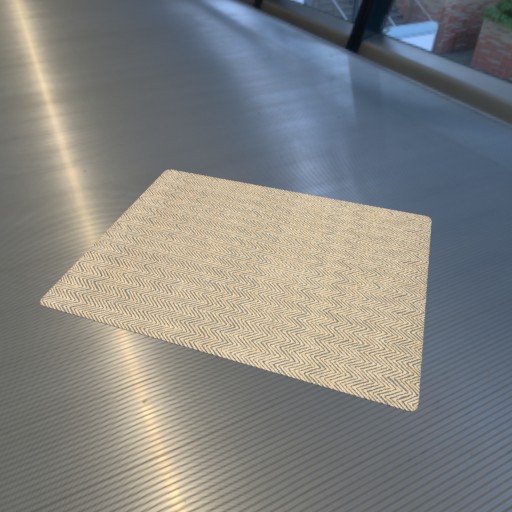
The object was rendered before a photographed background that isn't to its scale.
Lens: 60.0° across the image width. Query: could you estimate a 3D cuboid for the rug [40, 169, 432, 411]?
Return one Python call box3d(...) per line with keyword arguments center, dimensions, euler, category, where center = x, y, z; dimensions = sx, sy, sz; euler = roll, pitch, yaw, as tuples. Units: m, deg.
box3d(center=(0.000, 0.000, 4.340), dimensions=(3.207, 0.014, 2.439), euler=(13, 43, 14), category="rug")
